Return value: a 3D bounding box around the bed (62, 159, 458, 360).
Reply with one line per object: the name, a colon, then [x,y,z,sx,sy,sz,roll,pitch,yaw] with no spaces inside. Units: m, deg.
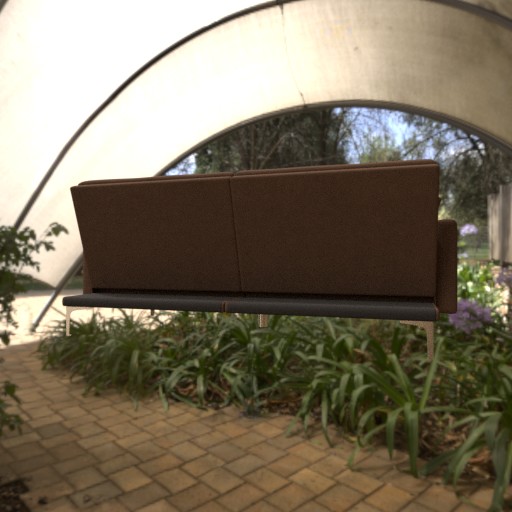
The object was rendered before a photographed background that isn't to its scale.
bed: [0.000,0.000,2.332,1.905,0.787,0.889,0,0,18]
